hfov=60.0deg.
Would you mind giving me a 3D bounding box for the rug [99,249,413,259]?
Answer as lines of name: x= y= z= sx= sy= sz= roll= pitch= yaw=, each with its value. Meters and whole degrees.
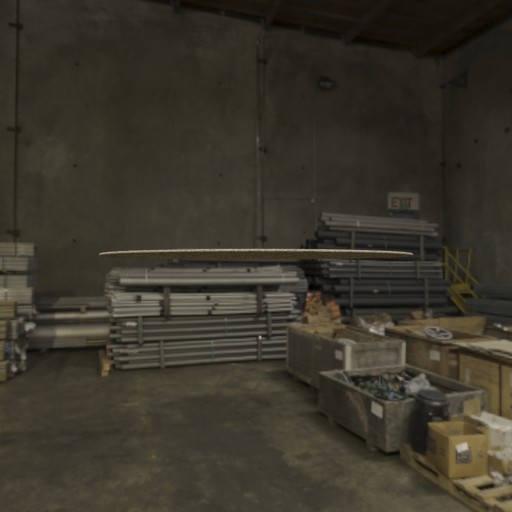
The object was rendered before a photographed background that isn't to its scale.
rug: x=0.000 y=0.000 z=2.395 sx=1.598 sy=0.010 sz=1.598 roll=0 pitch=-1 yaw=0
